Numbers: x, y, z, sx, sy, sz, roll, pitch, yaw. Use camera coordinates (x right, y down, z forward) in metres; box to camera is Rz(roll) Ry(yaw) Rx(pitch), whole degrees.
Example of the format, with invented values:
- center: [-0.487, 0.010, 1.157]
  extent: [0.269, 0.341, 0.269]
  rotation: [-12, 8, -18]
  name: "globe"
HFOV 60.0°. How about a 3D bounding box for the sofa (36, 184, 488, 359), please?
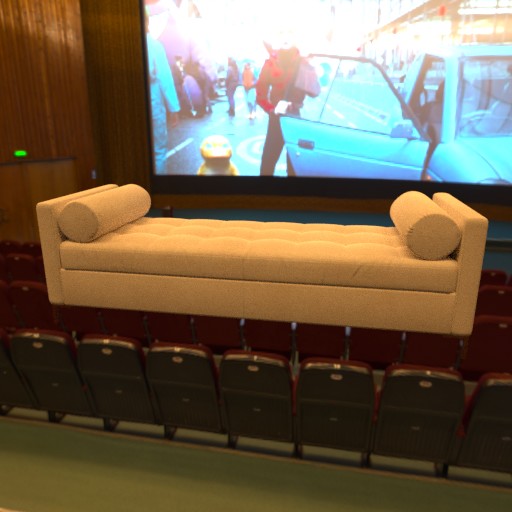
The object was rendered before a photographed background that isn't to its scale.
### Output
- center: [0.000, 0.000, 2.305]
  extent: [1.981, 0.635, 0.686]
  rotation: [3, 17, 10]
  name: "sofa"
